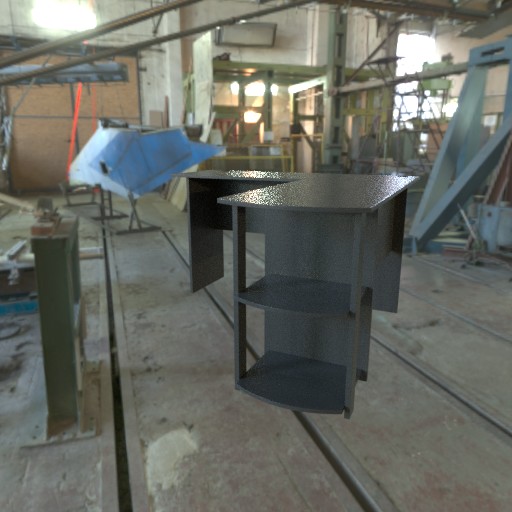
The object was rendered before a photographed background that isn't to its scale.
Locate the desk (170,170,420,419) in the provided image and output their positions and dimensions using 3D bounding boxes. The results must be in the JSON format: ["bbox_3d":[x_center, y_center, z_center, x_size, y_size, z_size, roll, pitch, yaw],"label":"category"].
[{"bbox_3d":[0.000,0.000,2.142,1.303,0.716,1.361,7,16,25],"label":"desk"}]
